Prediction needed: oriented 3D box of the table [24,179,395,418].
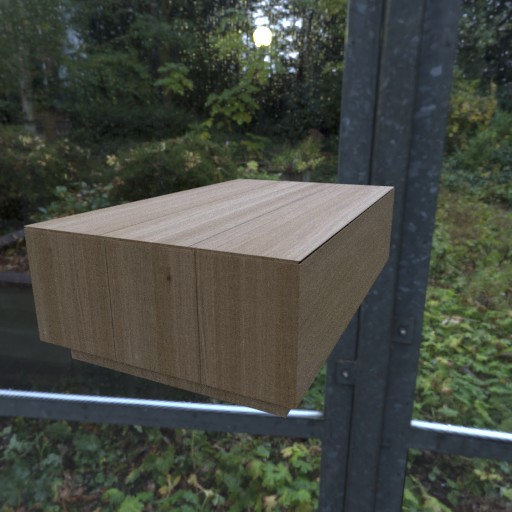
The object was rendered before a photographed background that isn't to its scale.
[{"bbox_3d":[0.000,0.000,1.425,0.678,0.353,1.110,7,18,24],"label":"table"}]
